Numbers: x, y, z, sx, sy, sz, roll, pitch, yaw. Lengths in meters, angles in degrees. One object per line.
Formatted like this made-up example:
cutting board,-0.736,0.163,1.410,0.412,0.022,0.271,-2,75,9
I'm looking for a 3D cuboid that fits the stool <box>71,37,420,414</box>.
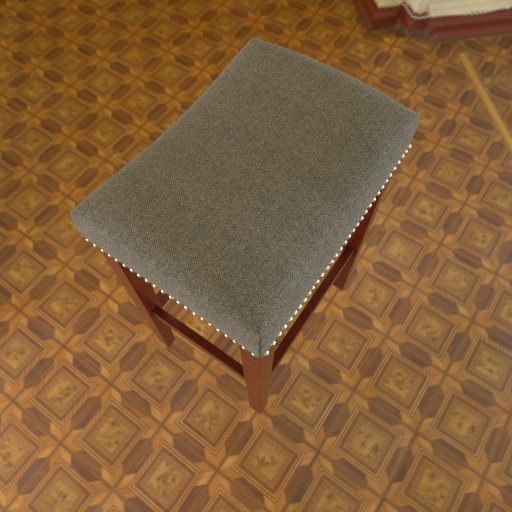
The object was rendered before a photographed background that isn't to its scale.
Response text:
stool,0.000,0.000,1.026,0.372,0.742,0.504,32,67,15
